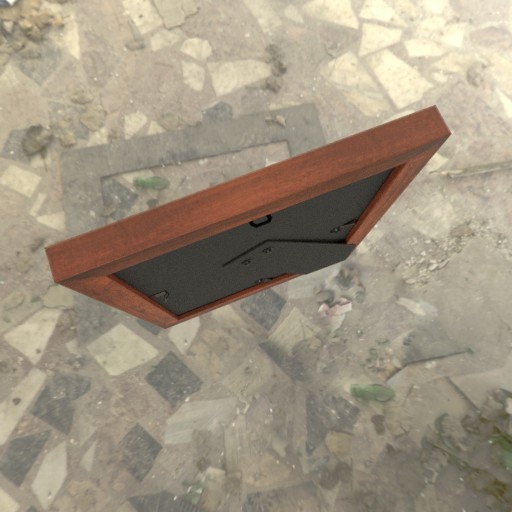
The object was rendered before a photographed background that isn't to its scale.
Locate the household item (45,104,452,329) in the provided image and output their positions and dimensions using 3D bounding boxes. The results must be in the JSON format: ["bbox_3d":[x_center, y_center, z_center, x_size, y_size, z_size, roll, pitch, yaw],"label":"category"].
[{"bbox_3d":[0.000,0.000,0.330,0.200,0.250,0.020,-21,77,-5],"label":"household item"}]
